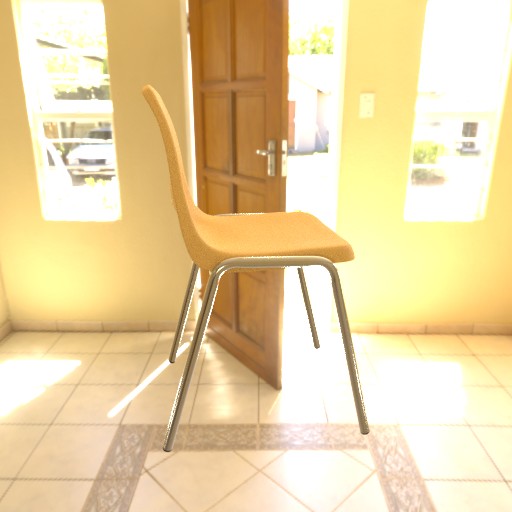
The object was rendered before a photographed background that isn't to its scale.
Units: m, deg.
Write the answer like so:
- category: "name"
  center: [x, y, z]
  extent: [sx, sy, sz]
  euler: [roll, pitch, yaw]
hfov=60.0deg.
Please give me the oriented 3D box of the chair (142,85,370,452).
- category: "chair"
  center: [0.000, 0.000, 0.982]
  extent: [0.436, 0.704, 0.381]
  euler: [-3, 18, -8]
